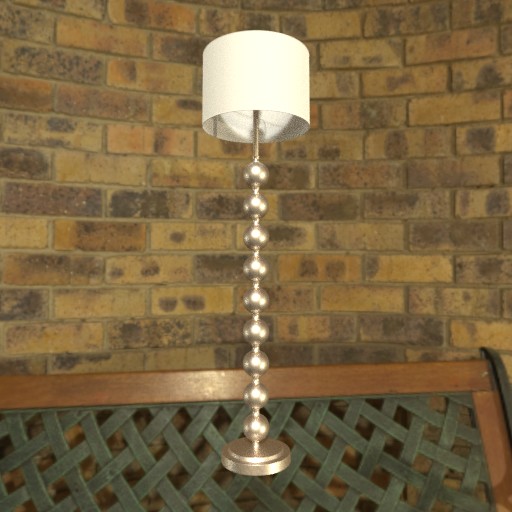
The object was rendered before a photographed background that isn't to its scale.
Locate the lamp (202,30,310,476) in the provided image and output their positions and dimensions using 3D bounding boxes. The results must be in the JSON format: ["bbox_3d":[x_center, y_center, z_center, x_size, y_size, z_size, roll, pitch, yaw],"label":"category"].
[{"bbox_3d":[0.000,0.000,1.622,0.394,1.474,0.394,1,-2,-35],"label":"lamp"}]
